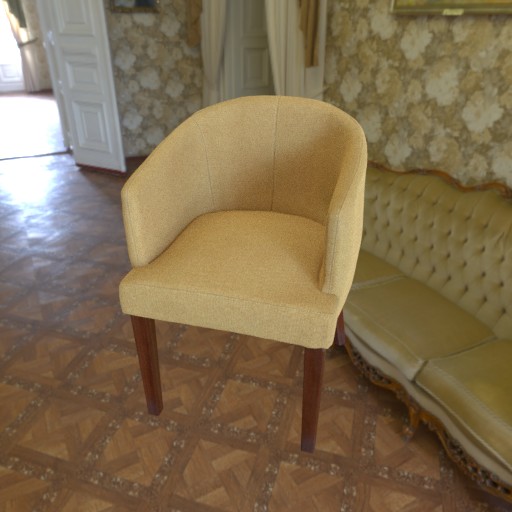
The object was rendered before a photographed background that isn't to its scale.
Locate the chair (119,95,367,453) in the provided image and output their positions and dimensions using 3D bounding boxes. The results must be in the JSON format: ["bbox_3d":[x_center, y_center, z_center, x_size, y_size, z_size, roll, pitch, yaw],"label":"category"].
[{"bbox_3d":[0.000,0.000,1.295,0.583,0.811,0.655,7,28,14],"label":"chair"}]
